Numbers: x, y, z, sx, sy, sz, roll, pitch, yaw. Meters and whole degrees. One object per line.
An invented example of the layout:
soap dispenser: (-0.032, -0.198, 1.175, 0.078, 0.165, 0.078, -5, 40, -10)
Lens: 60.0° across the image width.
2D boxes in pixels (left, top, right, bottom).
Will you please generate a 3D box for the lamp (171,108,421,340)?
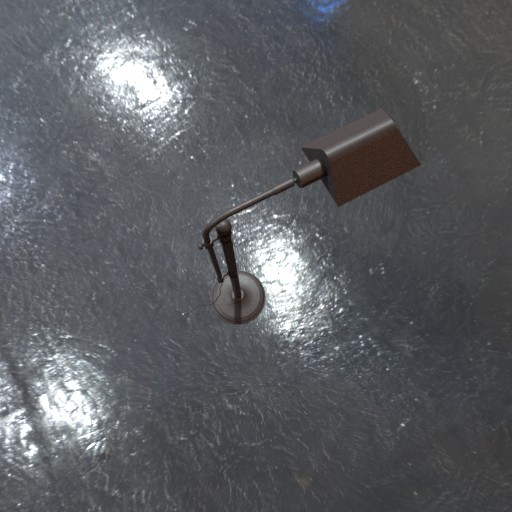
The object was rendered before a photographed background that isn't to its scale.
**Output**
lamp: (0.000, 0.000, 0.970, 0.545, 0.708, 0.159, -27, 76, -7)
